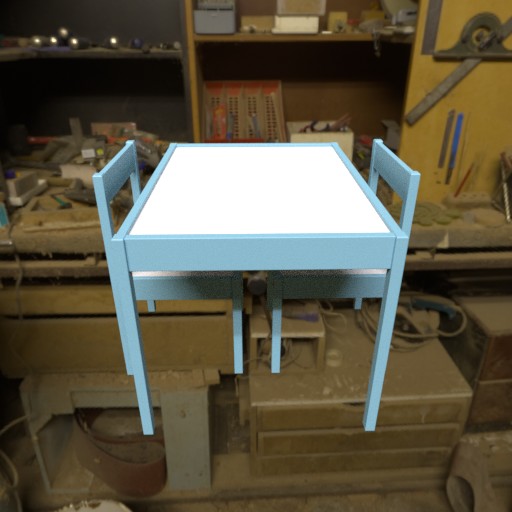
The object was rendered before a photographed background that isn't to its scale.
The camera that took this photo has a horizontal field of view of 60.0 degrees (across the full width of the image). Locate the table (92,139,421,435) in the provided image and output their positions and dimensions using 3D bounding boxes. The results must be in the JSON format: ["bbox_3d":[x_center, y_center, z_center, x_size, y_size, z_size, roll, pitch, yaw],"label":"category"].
[{"bbox_3d":[0.000,0.000,1.092,0.633,0.503,0.639,-1,28,-1],"label":"table"}]
